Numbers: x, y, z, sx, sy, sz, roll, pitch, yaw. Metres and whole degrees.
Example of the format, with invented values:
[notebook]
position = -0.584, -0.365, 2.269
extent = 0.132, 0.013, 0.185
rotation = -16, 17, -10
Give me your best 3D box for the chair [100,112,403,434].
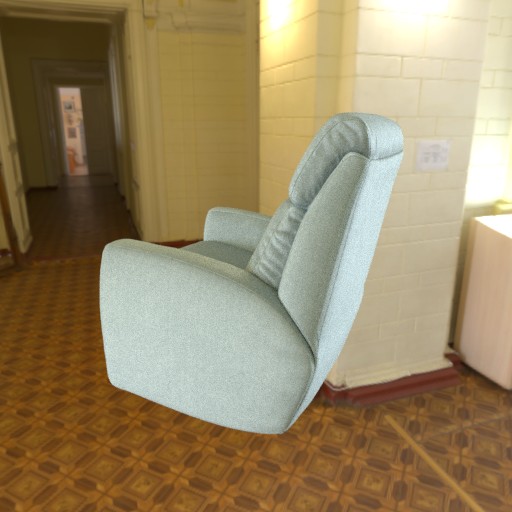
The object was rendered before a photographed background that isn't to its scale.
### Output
[chair]
position = 0.000, 0.000, 1.663
extent = 0.940, 1.013, 0.812
rotation = 8, 18, 24
